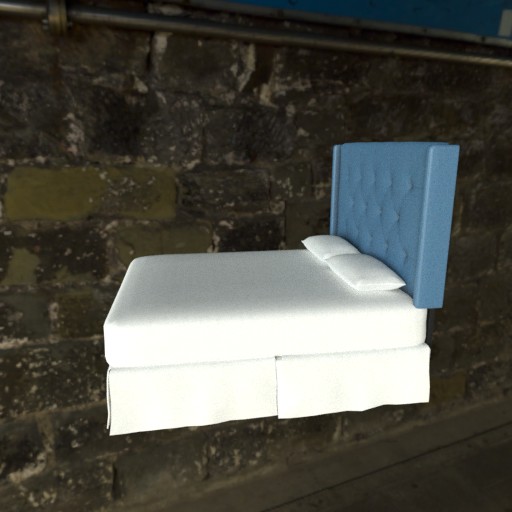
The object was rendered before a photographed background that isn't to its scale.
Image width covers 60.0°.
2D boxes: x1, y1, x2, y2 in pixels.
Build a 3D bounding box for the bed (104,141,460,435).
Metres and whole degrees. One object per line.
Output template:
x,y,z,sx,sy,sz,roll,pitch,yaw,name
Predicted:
0.000,0.000,3.341,2.078,1.665,1.719,-2,14,-9,bed
